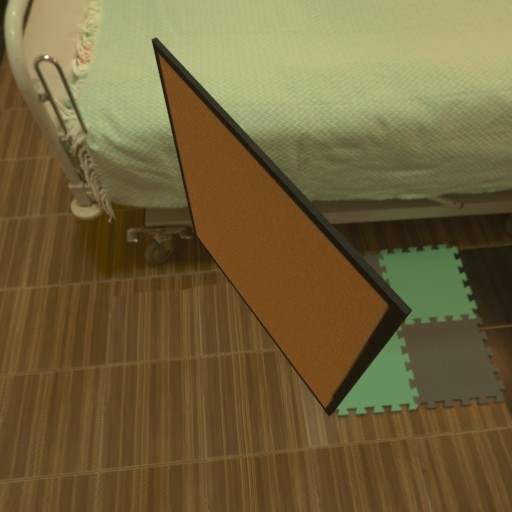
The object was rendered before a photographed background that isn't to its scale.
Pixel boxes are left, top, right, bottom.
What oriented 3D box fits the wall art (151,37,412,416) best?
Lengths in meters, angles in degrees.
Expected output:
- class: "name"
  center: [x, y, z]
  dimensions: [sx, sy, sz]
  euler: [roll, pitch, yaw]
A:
- class: "wall art"
  center: [0.000, 0.000, 1.203]
  dimensions: [0.013, 0.823, 0.823]
  euler: [-31, 65, -17]
